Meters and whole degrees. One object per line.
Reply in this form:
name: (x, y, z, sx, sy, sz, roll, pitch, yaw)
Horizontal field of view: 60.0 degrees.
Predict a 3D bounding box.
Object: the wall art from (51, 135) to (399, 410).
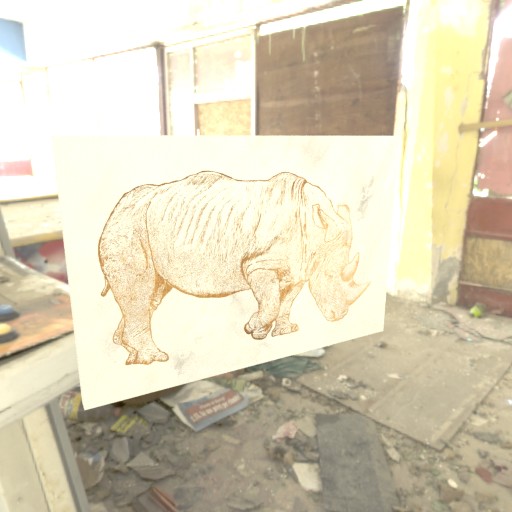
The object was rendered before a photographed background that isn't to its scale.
wall art: (0.000, 0.000, 1.165, 0.915, 0.610, 0.038, -8, 17, -27)
